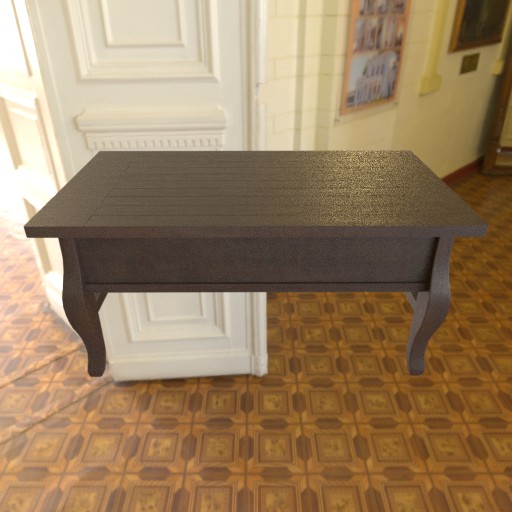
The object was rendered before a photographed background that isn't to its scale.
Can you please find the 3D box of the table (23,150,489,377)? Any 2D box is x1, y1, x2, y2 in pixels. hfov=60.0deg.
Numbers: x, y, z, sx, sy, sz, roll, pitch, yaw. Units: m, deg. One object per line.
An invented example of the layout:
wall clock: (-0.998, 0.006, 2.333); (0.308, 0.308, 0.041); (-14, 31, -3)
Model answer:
table: (0.000, 0.000, 1.385); (1.062, 0.494, 0.600); (0, 30, 0)
